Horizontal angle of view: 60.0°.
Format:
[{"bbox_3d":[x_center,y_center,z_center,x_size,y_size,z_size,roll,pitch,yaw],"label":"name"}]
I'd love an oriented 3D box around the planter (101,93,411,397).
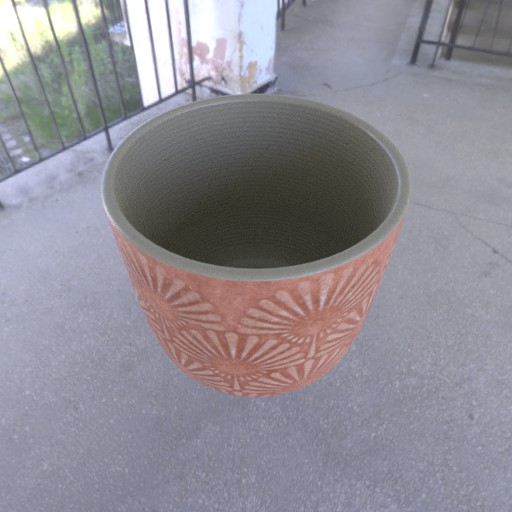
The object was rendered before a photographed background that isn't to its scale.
[{"bbox_3d":[0.000,0.000,0.220,0.124,0.109,0.124,0,46,0],"label":"planter"}]
